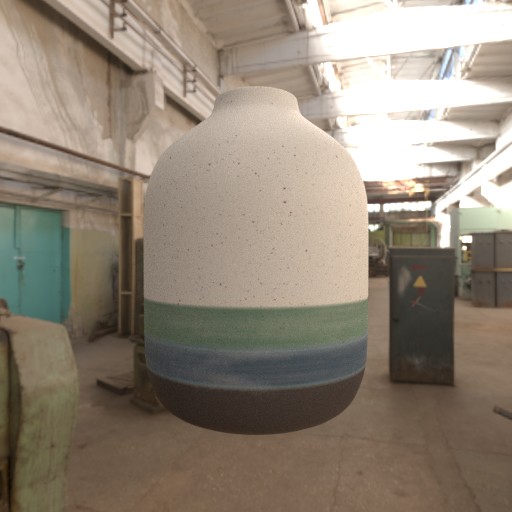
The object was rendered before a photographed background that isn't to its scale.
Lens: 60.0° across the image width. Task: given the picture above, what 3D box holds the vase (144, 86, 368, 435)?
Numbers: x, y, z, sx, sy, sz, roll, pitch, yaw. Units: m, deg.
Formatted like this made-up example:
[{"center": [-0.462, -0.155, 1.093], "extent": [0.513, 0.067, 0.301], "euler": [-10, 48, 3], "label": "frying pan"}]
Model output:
[{"center": [0.000, 0.000, 0.345], "extent": [0.169, 0.240, 0.169], "euler": [0, 1, 0], "label": "vase"}]
